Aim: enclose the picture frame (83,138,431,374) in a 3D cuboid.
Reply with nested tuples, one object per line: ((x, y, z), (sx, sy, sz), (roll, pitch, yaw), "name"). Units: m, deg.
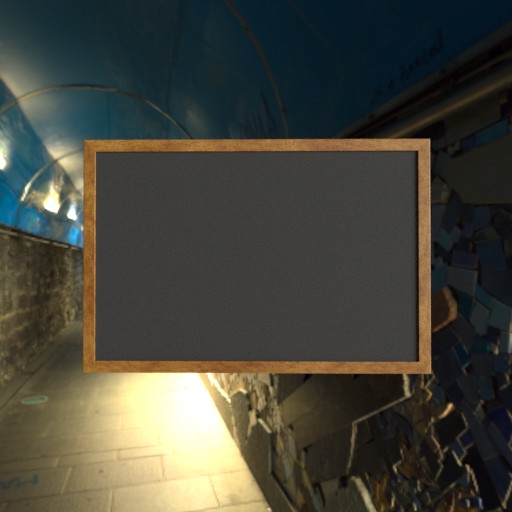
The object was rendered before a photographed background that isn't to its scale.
((0.000, 0.000, 1.191), (0.922, 0.621, 0.029), (0, -1, 1), "picture frame")
